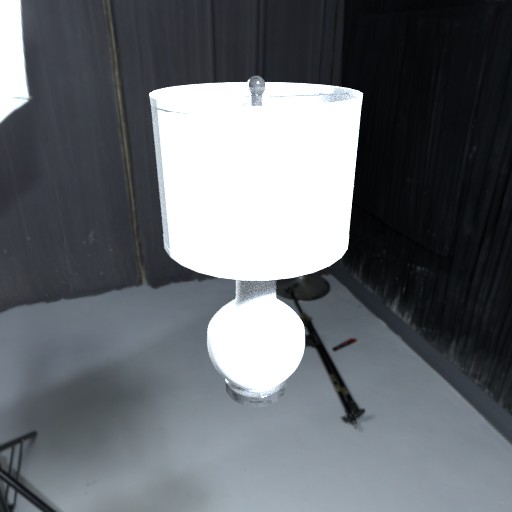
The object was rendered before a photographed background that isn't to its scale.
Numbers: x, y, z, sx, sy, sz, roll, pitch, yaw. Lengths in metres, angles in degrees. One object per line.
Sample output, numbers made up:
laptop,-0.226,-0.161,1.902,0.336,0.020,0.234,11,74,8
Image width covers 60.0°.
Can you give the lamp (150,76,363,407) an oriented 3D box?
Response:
lamp,0.000,0.000,0.890,0.357,0.673,0.357,-9,28,-17
